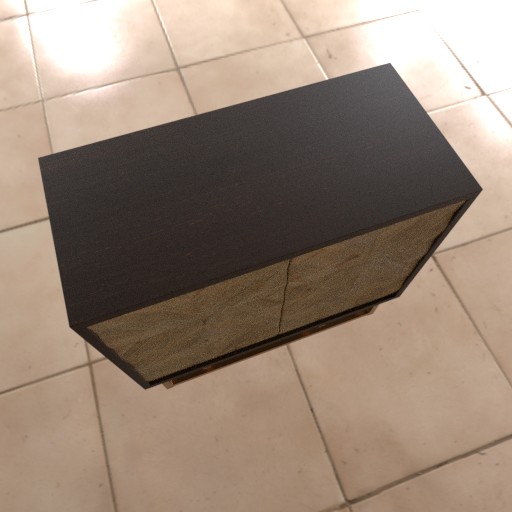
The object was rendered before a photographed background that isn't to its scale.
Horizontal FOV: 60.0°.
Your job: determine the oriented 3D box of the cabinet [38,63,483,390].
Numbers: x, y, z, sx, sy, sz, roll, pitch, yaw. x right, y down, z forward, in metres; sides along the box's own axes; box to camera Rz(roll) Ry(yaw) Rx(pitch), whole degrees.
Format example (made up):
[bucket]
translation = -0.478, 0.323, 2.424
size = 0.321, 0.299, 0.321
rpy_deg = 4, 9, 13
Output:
[cabinet]
translation = 0.000, 0.000, 1.426
size = 0.950, 0.860, 0.451
rpy_deg = -18, 64, -9
